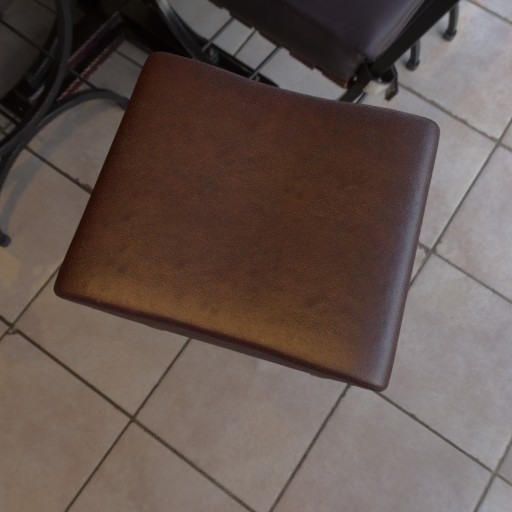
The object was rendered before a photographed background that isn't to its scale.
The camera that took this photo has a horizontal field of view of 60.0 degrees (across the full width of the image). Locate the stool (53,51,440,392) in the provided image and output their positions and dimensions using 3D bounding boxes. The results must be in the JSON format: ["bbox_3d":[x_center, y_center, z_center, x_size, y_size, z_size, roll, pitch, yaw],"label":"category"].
[{"bbox_3d":[0.000,0.000,0.894,0.465,0.608,0.397,16,76,4],"label":"stool"}]
